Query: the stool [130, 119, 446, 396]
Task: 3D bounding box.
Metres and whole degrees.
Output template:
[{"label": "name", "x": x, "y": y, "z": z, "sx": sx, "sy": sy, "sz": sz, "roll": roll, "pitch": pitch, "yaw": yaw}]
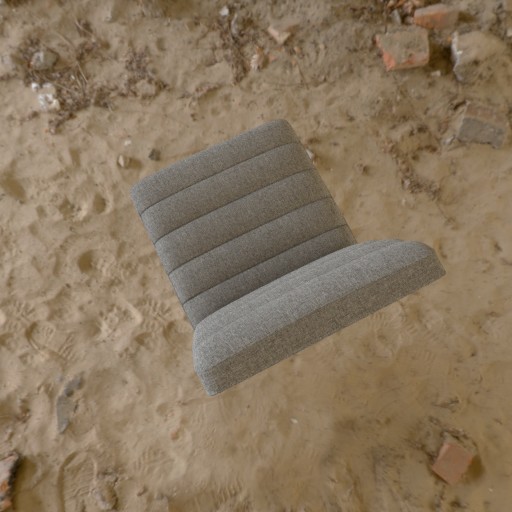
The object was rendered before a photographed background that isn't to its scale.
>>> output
[{"label": "stool", "x": 0.000, "y": 0.000, "z": 1.216, "sx": 0.460, "sy": 0.940, "sz": 0.560, "roll": -26, "pitch": 77, "yaw": -7}]
